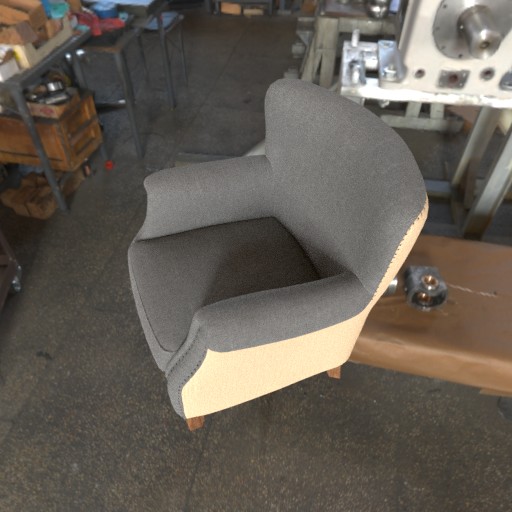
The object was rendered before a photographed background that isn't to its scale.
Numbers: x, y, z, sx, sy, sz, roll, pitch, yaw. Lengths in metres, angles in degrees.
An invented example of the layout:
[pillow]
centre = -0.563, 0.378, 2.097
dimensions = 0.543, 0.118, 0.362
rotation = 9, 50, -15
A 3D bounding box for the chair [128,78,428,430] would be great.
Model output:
[chair]
centre = 0.000, 0.000, 1.636
dimensions = 0.921, 0.936, 0.861
rotation = -17, 49, -15
